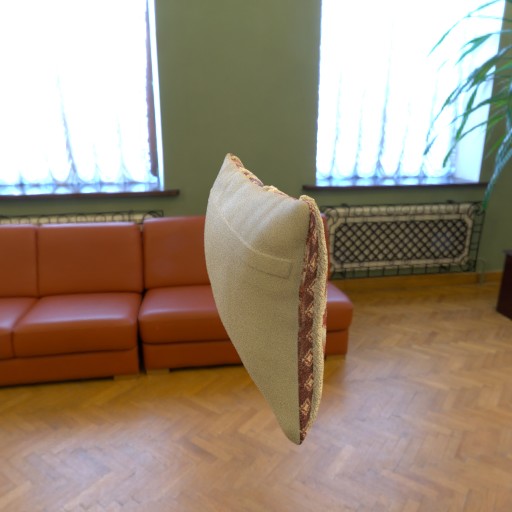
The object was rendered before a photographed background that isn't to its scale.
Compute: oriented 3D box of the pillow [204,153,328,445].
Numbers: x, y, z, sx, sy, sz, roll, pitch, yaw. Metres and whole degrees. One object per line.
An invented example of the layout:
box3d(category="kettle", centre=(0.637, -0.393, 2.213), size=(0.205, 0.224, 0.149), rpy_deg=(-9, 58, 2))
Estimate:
box3d(category="pillow", centre=(0.000, 0.000, 0.739), size=(0.161, 0.295, 0.608), rpy_deg=(-3, 17, -10))
